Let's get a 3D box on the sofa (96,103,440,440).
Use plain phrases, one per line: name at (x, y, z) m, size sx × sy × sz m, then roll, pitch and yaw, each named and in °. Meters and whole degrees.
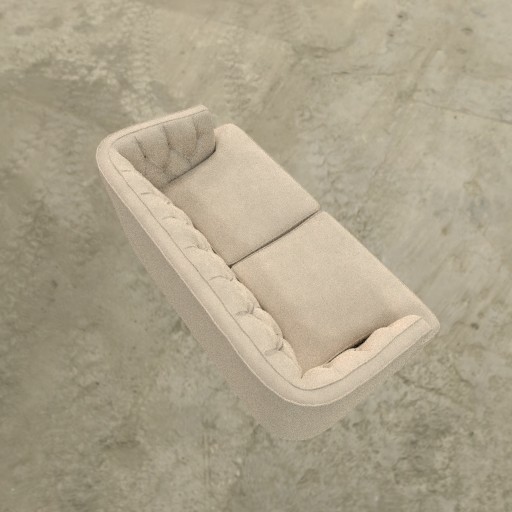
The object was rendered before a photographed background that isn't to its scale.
sofa at (0.000, 0.000, 2.320) m, size 0.940 × 0.878 × 1.731 m, roll -33°, pitch 64°, yaw -18°
